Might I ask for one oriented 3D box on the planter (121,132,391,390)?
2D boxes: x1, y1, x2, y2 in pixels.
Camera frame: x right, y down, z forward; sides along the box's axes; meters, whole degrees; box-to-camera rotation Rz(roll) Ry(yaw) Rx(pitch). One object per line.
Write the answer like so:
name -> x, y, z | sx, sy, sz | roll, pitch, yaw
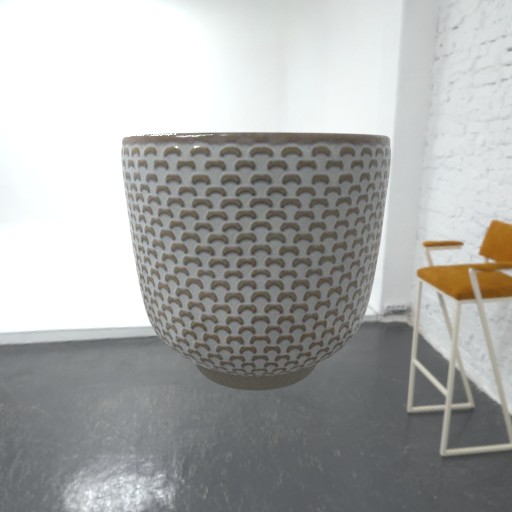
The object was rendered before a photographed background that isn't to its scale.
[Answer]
planter -> 0.000, 0.000, 0.250 | 0.139, 0.130, 0.139 | 0, 13, 0
